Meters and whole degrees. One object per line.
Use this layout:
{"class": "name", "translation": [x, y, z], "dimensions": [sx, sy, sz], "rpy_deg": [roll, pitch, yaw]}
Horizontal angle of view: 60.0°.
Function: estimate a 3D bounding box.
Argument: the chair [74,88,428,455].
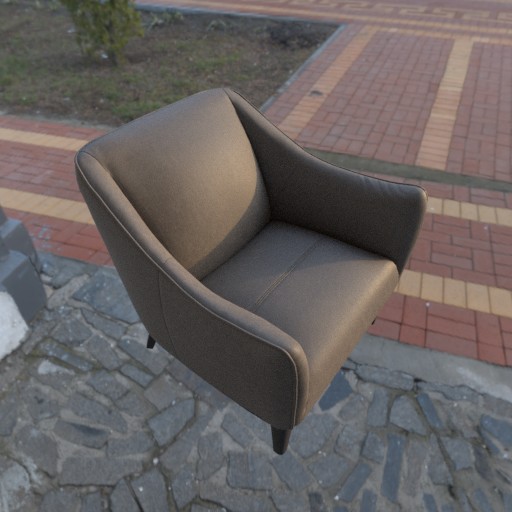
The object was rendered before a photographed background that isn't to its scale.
{"class": "chair", "translation": [0.000, 0.000, 1.527], "dimensions": [0.852, 0.830, 0.871], "rpy_deg": [25, 46, 27]}
